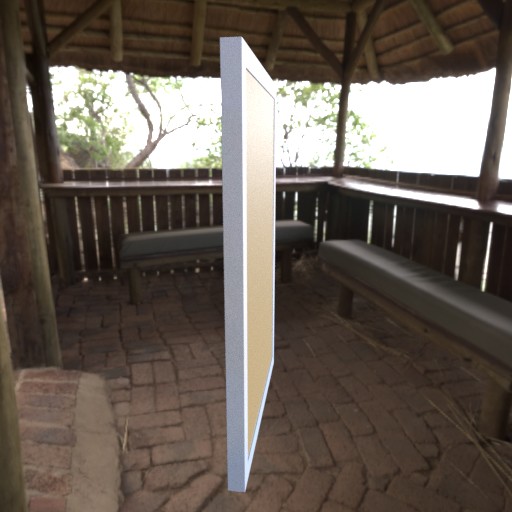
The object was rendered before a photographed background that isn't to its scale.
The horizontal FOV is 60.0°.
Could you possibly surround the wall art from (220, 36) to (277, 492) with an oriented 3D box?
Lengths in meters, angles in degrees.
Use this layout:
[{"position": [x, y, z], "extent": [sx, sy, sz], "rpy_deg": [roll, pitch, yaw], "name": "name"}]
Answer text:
[{"position": [0.000, 0.000, 1.158], "extent": [0.039, 0.915, 0.612], "rpy_deg": [2, 14, 8], "name": "wall art"}]
